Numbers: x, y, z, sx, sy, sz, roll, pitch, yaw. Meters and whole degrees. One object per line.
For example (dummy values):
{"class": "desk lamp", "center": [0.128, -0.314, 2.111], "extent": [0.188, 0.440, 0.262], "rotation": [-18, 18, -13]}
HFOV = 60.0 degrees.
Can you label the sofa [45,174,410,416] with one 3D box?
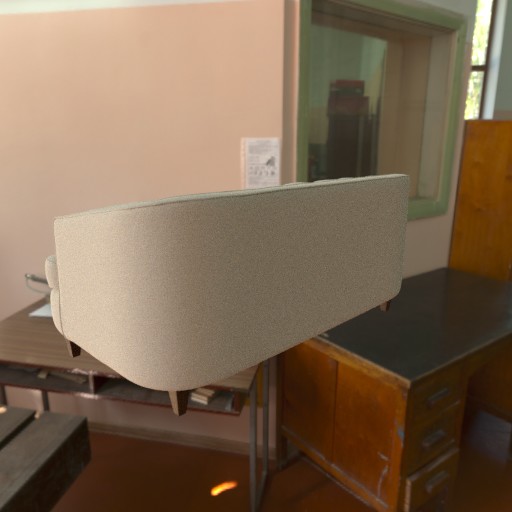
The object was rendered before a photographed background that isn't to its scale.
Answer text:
{"class": "sofa", "center": [0.000, 0.000, 2.221], "extent": [1.733, 0.855, 0.941], "rotation": [-14, 20, -43]}
